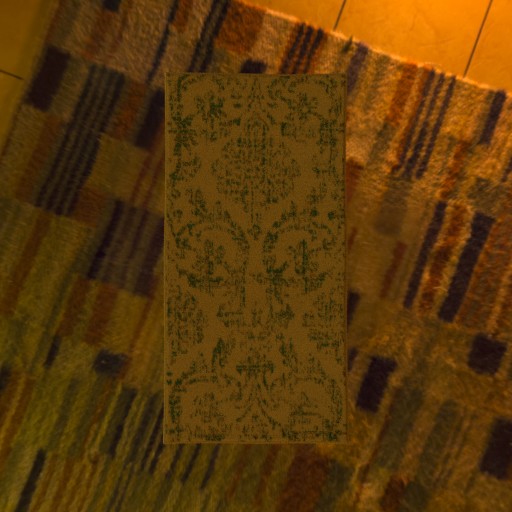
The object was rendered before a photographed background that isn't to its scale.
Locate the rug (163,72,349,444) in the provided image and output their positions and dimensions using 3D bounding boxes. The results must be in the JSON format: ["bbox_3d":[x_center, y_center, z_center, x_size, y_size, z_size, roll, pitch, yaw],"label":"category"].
[{"bbox_3d":[0.000,0.000,1.452,0.605,0.007,1.220,0,89,0],"label":"rug"}]
